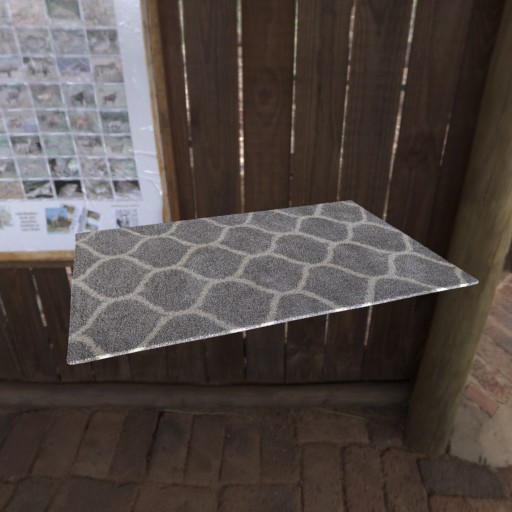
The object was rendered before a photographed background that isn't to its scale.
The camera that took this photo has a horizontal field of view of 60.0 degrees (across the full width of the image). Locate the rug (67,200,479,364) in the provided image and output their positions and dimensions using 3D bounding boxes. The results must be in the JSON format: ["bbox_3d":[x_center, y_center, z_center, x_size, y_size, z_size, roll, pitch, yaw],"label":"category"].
[{"bbox_3d":[0.000,0.000,3.469,2.701,0.026,1.801,-9,28,-17],"label":"rug"}]
